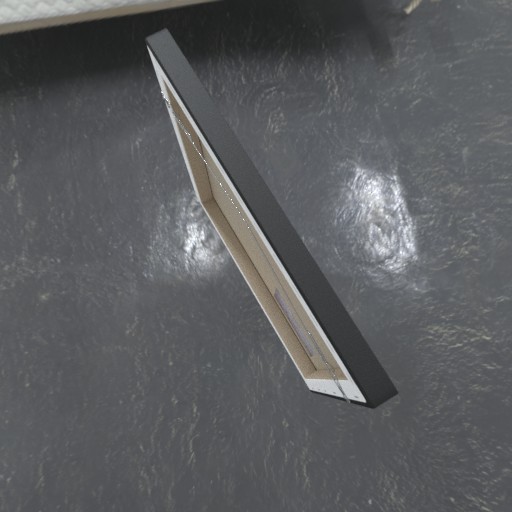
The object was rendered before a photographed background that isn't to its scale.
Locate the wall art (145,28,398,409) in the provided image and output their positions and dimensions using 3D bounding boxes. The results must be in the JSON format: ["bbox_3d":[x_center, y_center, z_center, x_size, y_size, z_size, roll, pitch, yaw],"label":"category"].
[{"bbox_3d":[0.000,0.000,0.888,0.043,0.611,0.610,-29,77,-8],"label":"wall art"}]
